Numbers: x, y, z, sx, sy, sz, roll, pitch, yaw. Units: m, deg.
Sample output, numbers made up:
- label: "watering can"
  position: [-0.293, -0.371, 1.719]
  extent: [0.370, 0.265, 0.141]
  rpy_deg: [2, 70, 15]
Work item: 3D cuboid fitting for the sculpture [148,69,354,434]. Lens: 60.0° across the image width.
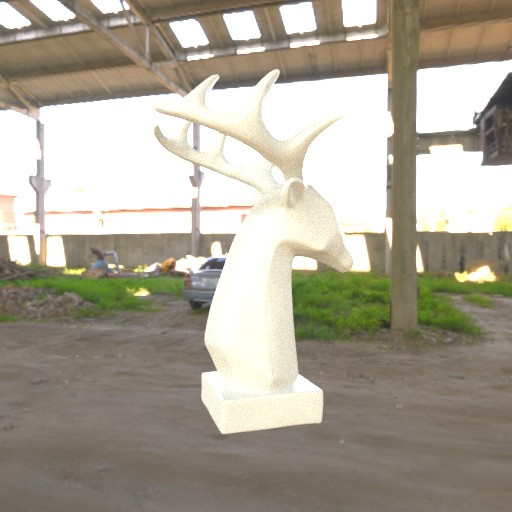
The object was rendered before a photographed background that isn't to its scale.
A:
- label: "sculpture"
  position: [0.000, 0.000, 0.467]
  extent: [0.224, 0.329, 0.174]
  rpy_deg: [0, 0, -17]
